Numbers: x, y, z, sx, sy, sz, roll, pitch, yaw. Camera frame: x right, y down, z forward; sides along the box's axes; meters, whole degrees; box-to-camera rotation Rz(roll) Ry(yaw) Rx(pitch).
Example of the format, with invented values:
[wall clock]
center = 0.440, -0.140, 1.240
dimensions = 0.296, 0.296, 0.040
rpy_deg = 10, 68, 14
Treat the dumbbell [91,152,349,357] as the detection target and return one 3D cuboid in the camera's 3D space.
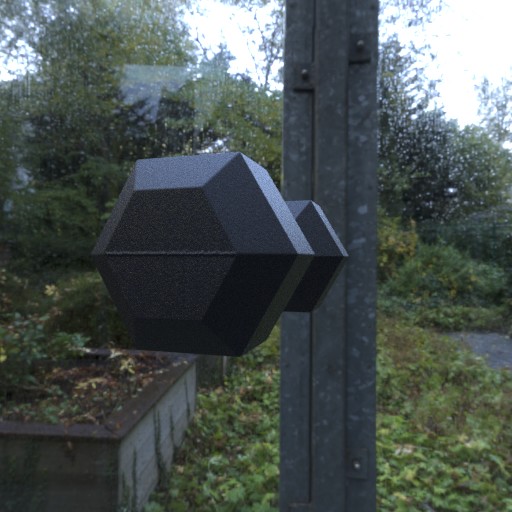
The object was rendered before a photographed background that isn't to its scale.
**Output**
[dumbbell]
center = 0.000, 0.000, 0.413
dimensions = 0.142, 0.123, 0.337
rpy_deg = 0, 0, 18
